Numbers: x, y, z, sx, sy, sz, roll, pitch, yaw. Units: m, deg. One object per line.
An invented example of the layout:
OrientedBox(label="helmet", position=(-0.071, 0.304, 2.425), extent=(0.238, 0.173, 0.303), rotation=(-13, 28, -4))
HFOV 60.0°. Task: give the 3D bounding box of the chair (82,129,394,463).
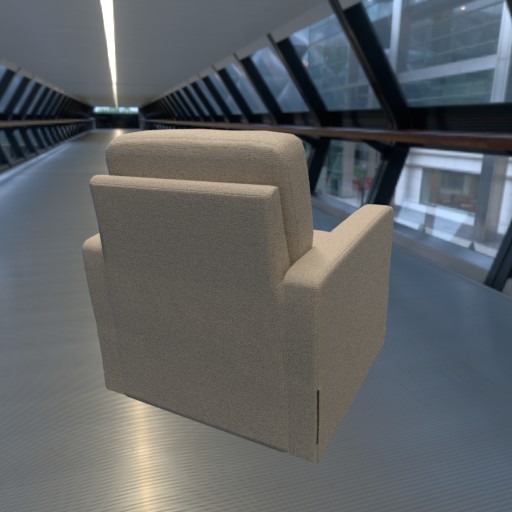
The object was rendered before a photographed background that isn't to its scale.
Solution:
OrientedBox(label="chair", position=(0.000, 0.000, 1.503), extent=(0.755, 0.827, 0.888), rotation=(8, 18, 27))
